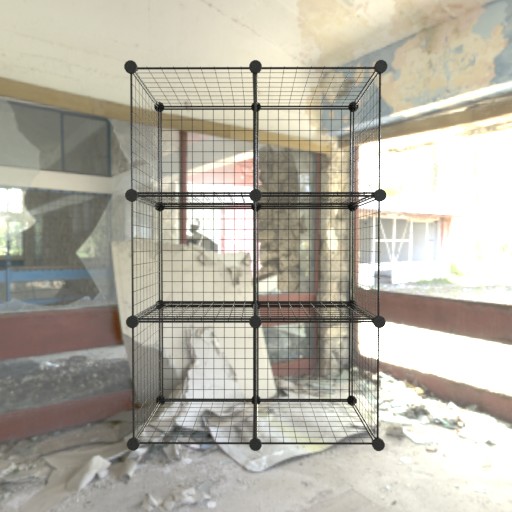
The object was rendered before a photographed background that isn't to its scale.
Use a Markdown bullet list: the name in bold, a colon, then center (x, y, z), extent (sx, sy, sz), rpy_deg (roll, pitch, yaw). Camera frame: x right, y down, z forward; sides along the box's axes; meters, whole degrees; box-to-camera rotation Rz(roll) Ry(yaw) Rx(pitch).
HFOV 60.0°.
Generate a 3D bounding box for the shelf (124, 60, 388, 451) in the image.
- **shelf**: center (0.000, 0.000, 1.387), extent (0.711, 1.067, 0.356), rpy_deg (0, 1, 0)
